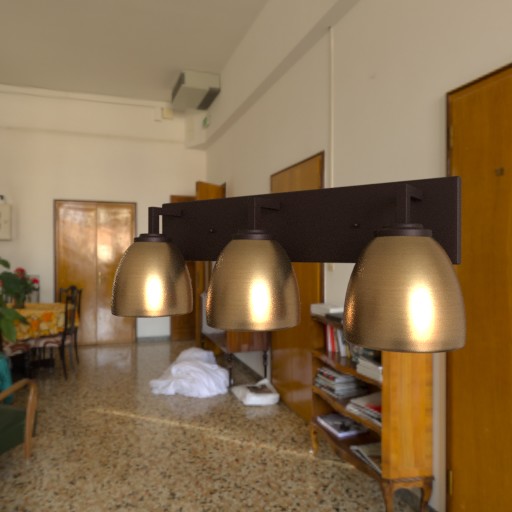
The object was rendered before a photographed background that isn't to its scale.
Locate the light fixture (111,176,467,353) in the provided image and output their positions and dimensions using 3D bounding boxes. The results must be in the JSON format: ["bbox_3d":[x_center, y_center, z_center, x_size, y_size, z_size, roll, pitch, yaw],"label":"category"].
[{"bbox_3d":[0.000,0.000,0.667,0.582,0.204,0.157,0,0,36],"label":"light fixture"}]
